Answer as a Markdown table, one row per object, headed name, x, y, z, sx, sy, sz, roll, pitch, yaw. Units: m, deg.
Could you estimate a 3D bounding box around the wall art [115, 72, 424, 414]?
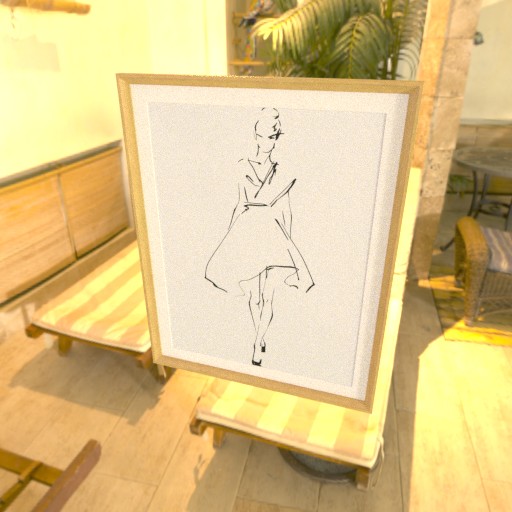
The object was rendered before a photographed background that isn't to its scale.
| name | x | y | z | sx | sy | sz | roll | pitch | yaw |
| --- | --- | --- | --- | --- | --- | --- | --- | --- | --- |
| wall art | 0.000 | 0.000 | 1.332 | 0.798 | 1.002 | 0.030 | 8 | 28 | 16 |
